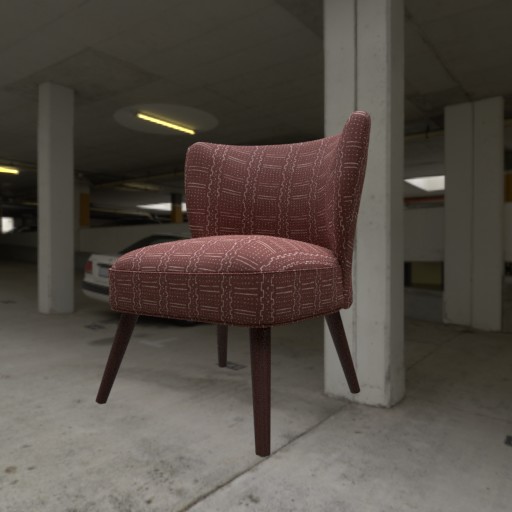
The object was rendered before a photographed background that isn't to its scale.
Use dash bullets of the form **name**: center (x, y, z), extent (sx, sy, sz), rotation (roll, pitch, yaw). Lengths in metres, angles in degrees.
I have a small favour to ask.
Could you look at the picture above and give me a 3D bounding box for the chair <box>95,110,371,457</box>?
- **chair**: center (0.000, 0.000, 1.415), extent (0.706, 0.866, 0.758), rotation (0, 0, 36)
